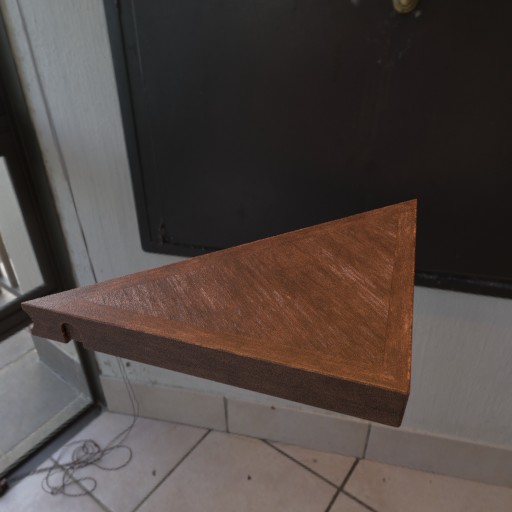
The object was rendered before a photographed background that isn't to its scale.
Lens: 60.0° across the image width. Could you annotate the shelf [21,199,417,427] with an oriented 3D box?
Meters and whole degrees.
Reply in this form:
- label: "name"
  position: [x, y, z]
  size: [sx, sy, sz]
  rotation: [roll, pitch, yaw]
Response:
- label: "shelf"
  position: [0.000, 0.000, 0.440]
  size: [0.296, 0.035, 0.296]
  rotation: [10, 34, 15]
